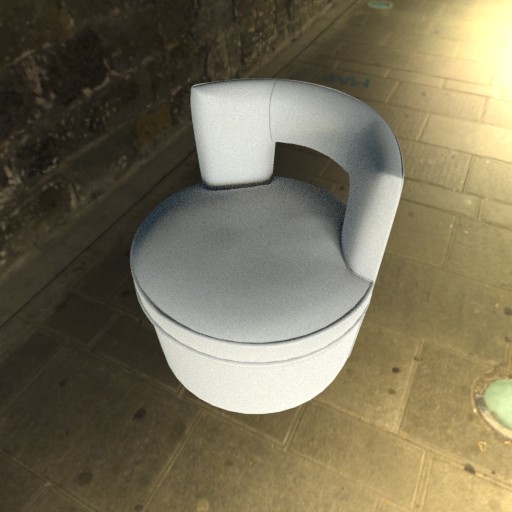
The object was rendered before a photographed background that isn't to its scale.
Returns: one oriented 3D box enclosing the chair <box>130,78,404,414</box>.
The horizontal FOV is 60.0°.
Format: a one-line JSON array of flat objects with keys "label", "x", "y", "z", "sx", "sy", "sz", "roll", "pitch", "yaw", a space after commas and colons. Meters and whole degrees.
[{"label": "chair", "x": 0.000, "y": 0.000, "z": 1.214, "sx": 0.650, "sy": 0.723, "sz": 0.665, "roll": 32, "pitch": 54, "yaw": 28}]
